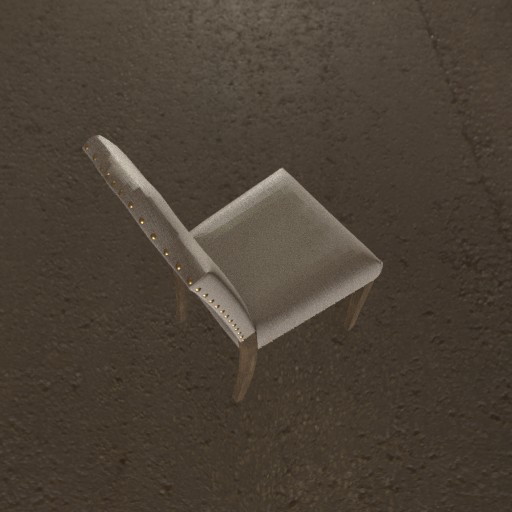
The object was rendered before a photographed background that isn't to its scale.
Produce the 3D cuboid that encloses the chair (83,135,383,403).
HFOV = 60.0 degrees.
[{"bbox_3d":[0.000,0.000,1.344,0.620,1.020,0.508,-33,64,-18],"label":"chair"}]
